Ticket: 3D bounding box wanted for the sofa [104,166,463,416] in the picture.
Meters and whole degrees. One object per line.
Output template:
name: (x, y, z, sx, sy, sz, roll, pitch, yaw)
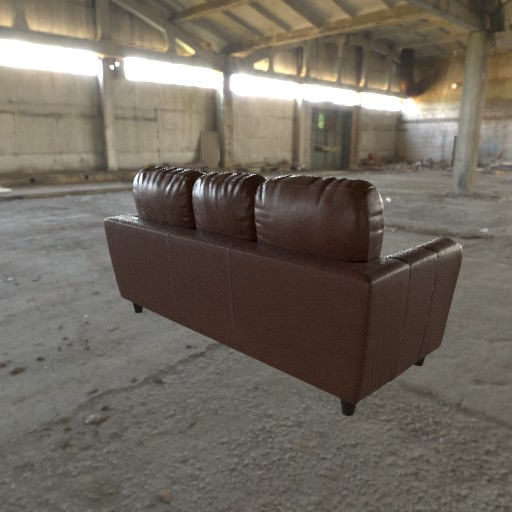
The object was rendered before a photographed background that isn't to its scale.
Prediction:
sofa: (0.000, 0.000, 2.380, 1.862, 0.915, 0.802, 13, 19, 43)
